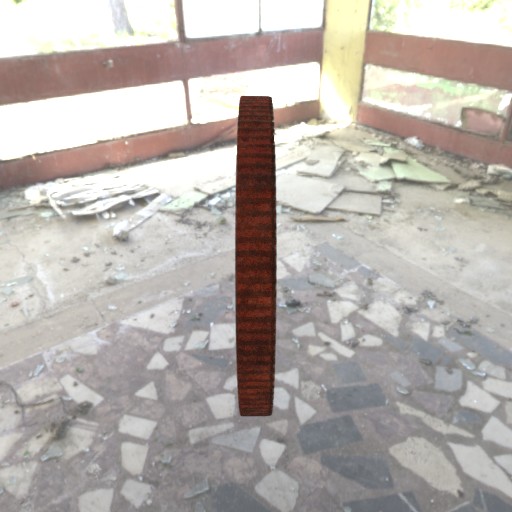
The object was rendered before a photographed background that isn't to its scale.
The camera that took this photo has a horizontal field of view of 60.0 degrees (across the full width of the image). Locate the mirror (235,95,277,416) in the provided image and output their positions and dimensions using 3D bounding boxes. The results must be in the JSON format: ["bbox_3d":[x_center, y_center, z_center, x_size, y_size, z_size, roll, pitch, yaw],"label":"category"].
[{"bbox_3d":[0.000,0.000,0.895,0.056,0.609,0.609,0,32,0],"label":"mirror"}]
